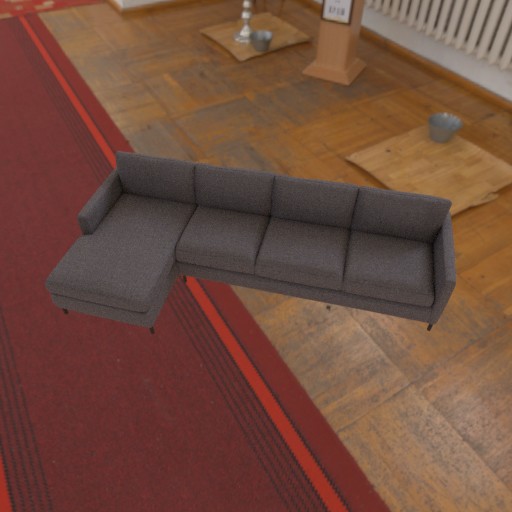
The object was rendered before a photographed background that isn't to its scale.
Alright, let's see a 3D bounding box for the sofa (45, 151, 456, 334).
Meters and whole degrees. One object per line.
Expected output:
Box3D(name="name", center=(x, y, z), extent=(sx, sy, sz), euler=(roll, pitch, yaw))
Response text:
Box3D(name="sofa", center=(0.000, 0.000, 3.232), extent=(2.731, 0.754, 1.258), euler=(10, 47, 10))
